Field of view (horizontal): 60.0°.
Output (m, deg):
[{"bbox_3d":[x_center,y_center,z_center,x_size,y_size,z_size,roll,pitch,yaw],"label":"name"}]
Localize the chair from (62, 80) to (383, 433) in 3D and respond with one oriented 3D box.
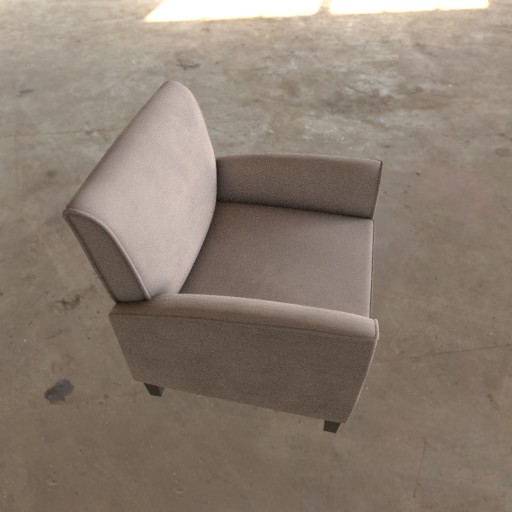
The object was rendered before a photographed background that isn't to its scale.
[{"bbox_3d":[0.000,0.000,1.568,0.821,0.915,0.820,9,47,8],"label":"chair"}]
